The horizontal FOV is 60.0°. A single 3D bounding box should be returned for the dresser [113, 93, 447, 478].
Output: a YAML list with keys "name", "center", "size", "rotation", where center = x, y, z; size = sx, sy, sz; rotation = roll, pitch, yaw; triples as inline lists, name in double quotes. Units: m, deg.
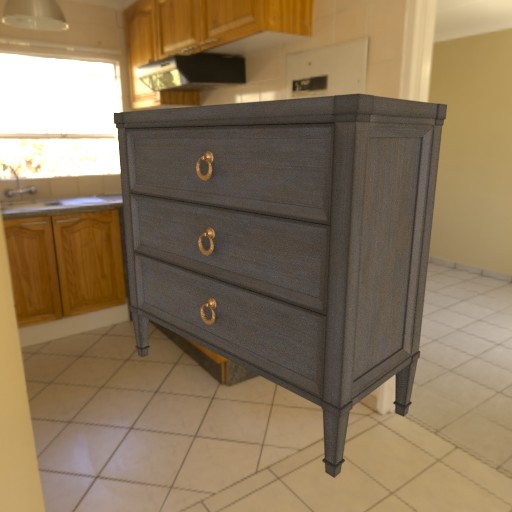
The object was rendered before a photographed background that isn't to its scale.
- name: "dresser"
  center: [0.000, 0.000, 1.565]
  size: [1.049, 0.986, 0.463]
  rotation: [14, 21, 43]
